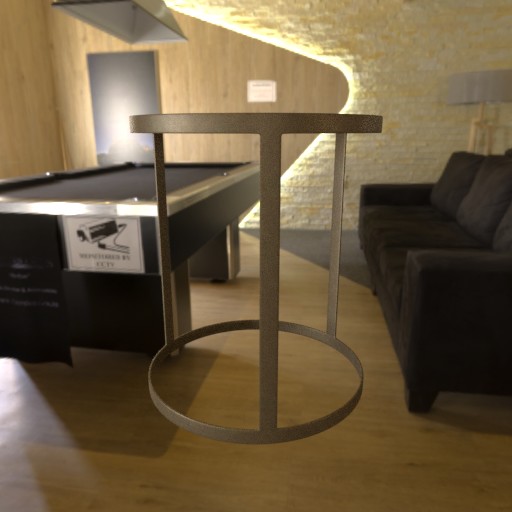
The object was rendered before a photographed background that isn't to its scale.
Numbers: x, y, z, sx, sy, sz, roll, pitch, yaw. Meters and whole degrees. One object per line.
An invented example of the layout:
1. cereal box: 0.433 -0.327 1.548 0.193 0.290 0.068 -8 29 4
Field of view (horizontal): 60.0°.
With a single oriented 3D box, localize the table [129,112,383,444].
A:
1. table: 0.000 0.000 0.946 0.480 0.565 0.480 0 16 0
